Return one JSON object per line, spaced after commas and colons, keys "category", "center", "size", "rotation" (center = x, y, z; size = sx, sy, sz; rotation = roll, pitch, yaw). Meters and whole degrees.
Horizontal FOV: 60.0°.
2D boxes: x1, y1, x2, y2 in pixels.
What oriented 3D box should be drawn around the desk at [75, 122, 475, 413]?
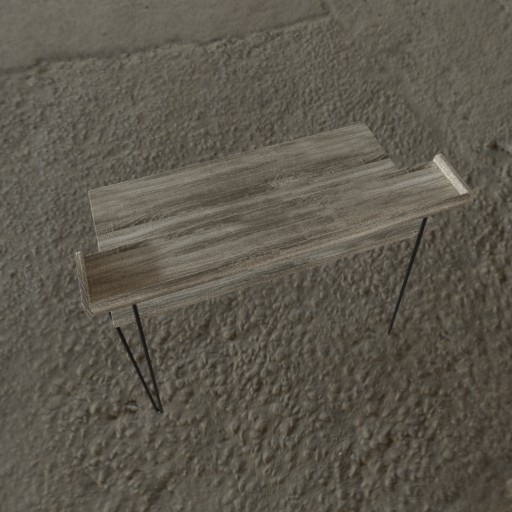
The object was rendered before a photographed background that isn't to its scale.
{"category": "desk", "center": [0.000, 0.000, 1.603], "size": [1.135, 0.899, 0.605], "rotation": [-16, 59, -10]}
